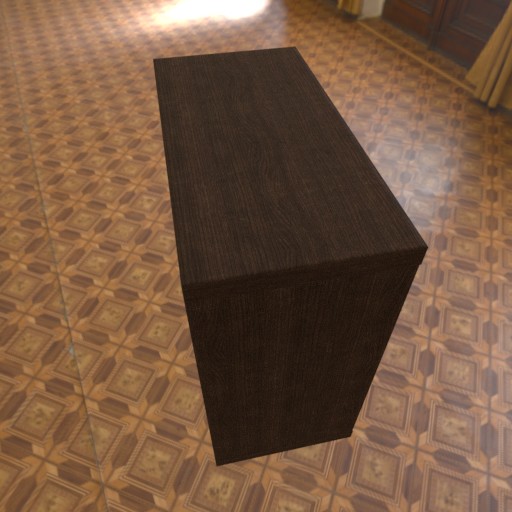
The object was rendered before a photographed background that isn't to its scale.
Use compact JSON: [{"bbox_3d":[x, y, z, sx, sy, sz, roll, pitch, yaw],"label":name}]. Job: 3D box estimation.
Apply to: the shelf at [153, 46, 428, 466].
[{"bbox_3d":[0.000,0.000,1.224,0.390,0.786,0.790,-9,48,-8],"label":"shelf"}]
